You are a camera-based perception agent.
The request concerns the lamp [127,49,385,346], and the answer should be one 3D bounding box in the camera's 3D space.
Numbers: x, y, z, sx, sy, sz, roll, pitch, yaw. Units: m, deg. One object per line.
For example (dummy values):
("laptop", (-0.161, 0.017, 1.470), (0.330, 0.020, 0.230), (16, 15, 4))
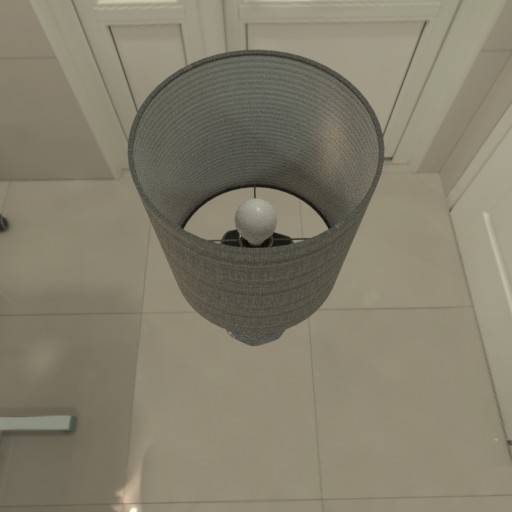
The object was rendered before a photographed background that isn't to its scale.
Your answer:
("lamp", (0.000, 0.000, 0.721), (0.269, 0.566, 0.268), (-1, 64, -1))
